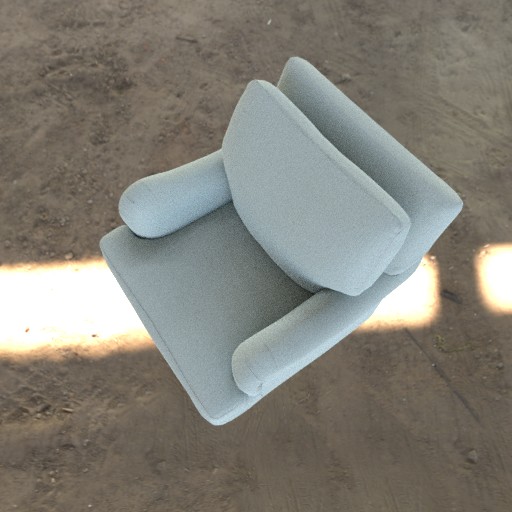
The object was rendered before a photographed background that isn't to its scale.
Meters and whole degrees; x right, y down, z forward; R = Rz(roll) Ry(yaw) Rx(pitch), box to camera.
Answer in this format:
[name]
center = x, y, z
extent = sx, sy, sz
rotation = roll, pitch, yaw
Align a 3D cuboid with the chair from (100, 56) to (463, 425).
[chair]
center = 0.000, 0.000, 1.865
extent = 1.070, 1.038, 0.955
rotation = -33, 67, -16
